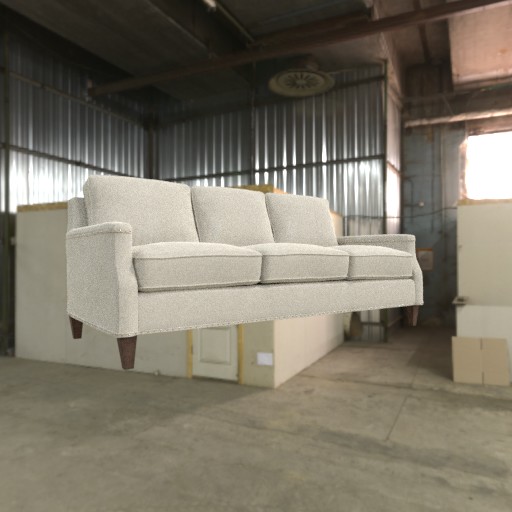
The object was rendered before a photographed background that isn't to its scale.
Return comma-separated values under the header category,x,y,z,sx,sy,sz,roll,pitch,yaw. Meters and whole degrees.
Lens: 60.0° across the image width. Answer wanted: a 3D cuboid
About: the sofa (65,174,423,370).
category,x,y,z,sx,sy,sz,roll,pitch,yaw
sofa,0.000,0.000,2.979,2.246,1.003,1.084,0,0,-36
